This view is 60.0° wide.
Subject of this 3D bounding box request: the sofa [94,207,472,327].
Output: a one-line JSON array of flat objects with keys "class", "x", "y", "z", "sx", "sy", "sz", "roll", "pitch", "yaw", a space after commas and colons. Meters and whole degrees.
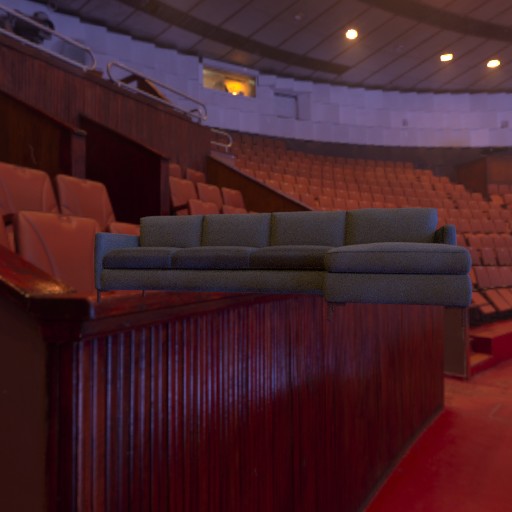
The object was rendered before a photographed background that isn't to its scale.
[{"class": "sofa", "x": 0.000, "y": 0.000, "z": 3.263, "sx": 2.725, "sy": 0.756, "sz": 1.255, "roll": 0, "pitch": -1, "yaw": 18}]
